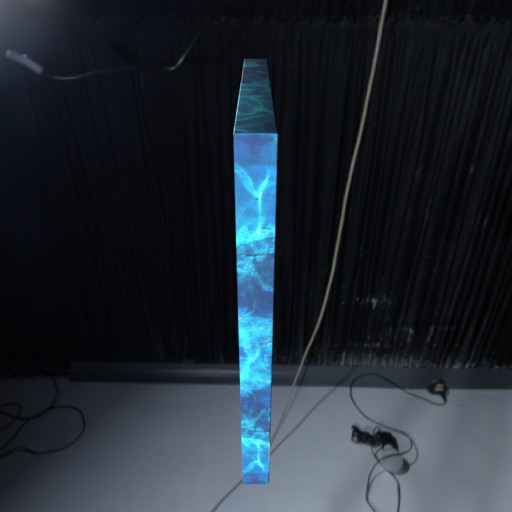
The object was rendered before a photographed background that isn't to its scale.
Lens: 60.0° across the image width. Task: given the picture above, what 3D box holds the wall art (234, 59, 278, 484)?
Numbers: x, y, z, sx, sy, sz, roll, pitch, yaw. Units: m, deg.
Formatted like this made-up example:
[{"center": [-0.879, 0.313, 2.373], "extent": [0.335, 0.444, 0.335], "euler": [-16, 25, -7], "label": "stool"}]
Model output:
[{"center": [0.000, 0.000, 0.690], "extent": [0.038, 0.508, 0.432], "euler": [0, 32, 0], "label": "wall art"}]
